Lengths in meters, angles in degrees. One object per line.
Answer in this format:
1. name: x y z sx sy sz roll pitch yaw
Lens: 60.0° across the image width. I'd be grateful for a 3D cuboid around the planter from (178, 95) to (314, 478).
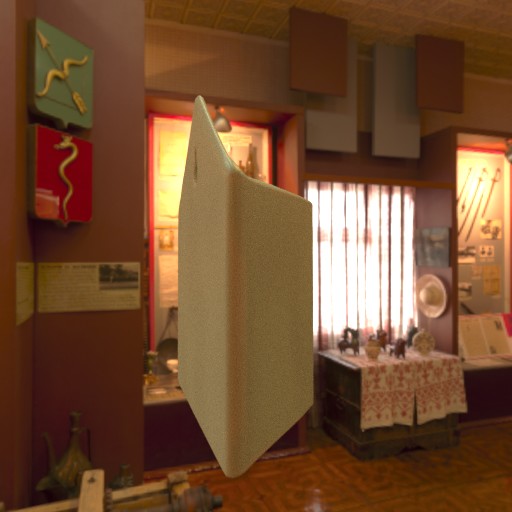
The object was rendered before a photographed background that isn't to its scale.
1. planter: 0.000 0.000 0.284 0.079 0.197 0.164 0 0 -17
